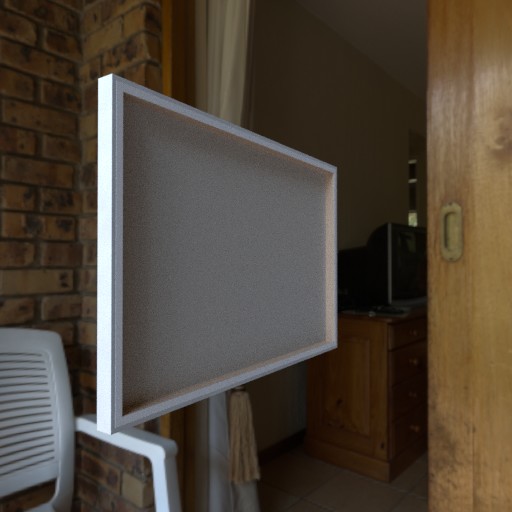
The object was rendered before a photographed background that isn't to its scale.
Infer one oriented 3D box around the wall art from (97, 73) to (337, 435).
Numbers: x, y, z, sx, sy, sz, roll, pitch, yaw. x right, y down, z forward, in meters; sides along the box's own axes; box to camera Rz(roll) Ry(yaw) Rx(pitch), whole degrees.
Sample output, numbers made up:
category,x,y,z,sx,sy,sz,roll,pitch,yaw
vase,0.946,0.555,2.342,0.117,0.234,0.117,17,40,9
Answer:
category,x,y,z,sx,sy,sz,roll,pitch,yaw
wall art,0.000,0.000,1.136,0.038,0.610,0.915,0,-1,35
